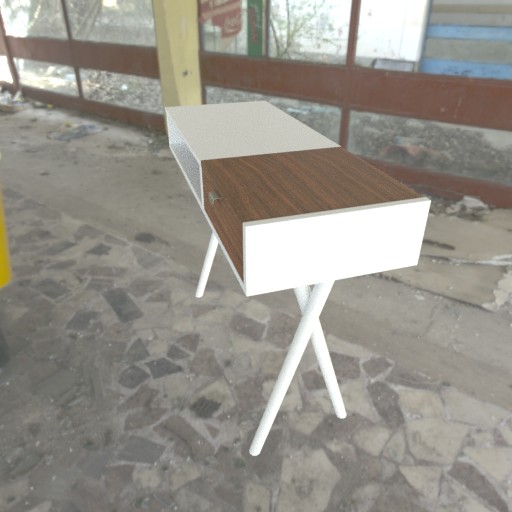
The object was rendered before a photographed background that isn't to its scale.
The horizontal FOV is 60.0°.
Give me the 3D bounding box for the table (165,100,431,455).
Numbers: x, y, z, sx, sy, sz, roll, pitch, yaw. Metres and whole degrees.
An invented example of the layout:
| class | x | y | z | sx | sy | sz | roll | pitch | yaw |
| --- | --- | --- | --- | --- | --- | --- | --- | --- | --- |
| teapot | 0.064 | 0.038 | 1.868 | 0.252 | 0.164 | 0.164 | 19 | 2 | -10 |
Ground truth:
| class | x | y | z | sx | sy | sz | roll | pitch | yaw |
| --- | --- | --- | --- | --- | --- | --- | --- | --- | --- |
| table | 0.000 | 0.000 | 1.491 | 0.418 | 0.785 | 1.066 | -9 | 32 | -15 |
